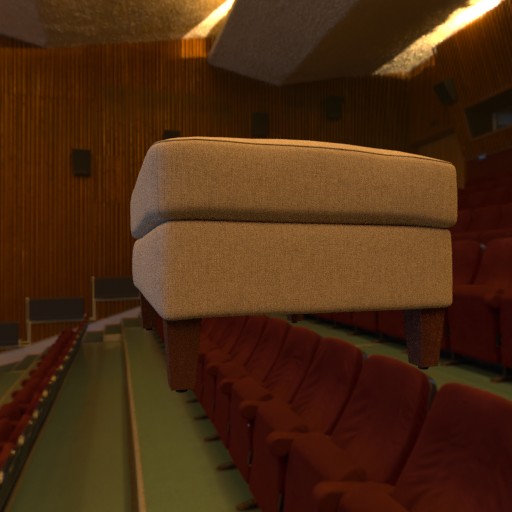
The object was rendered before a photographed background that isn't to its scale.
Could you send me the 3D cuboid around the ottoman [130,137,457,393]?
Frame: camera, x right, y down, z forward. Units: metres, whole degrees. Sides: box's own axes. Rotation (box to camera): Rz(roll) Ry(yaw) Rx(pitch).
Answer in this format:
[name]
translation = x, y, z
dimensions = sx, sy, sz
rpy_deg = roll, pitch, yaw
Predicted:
[ottoman]
translation = 0.000, 0.000, 1.286
dimensions = 0.677, 0.519, 0.898
rpy_deg = 0, 0, -18
